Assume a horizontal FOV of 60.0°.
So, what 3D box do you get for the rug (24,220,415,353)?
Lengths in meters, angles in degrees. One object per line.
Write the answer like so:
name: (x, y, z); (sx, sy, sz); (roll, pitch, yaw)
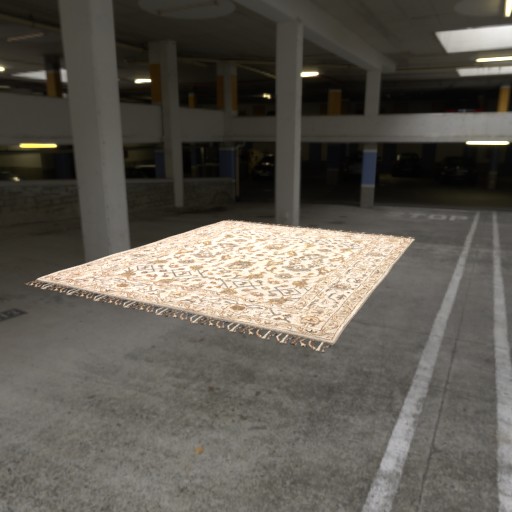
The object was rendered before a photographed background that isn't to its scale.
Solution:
rug: (0.000, 0.000, 4.132); (2.426, 0.034, 3.061); (8, 17, 26)
